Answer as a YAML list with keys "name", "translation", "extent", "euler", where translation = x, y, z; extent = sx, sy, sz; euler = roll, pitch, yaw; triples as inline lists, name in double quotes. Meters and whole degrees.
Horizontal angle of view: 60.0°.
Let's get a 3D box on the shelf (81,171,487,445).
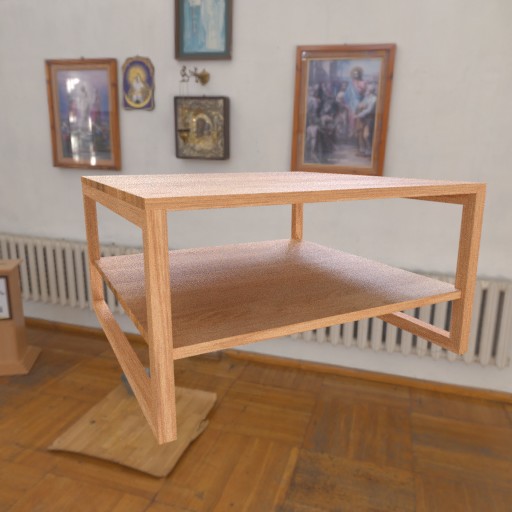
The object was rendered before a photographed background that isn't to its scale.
- name: "shelf"
  translation: [0.000, 0.000, 1.402]
  extent: [0.899, 0.480, 0.899]
  euler: [-7, 14, -27]
